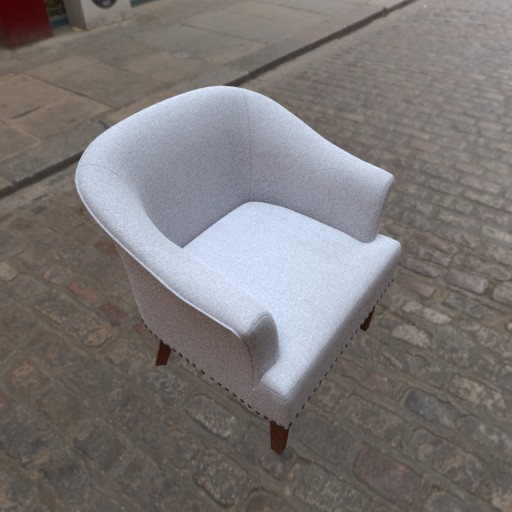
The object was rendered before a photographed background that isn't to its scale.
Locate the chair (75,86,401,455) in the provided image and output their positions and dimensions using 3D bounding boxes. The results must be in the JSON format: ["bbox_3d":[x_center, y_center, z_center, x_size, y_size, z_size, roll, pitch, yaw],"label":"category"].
[{"bbox_3d":[0.000,0.000,1.384,0.704,0.815,0.798,26,47,26],"label":"chair"}]
